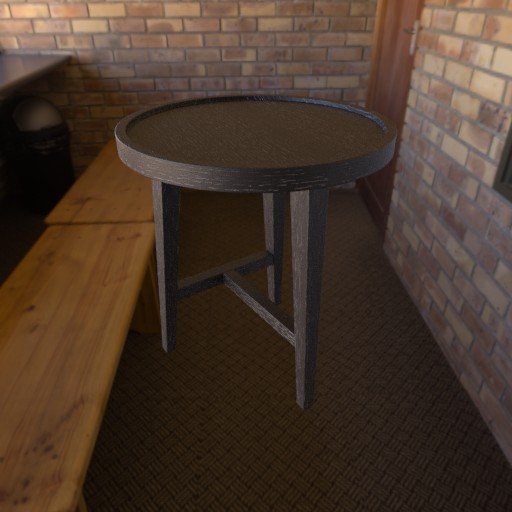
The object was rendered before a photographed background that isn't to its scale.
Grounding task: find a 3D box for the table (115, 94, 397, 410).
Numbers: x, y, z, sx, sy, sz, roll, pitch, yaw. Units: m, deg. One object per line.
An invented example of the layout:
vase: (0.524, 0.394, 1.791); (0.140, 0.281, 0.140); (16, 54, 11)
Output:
table: (0.000, 0.000, 0.767); (0.399, 0.460, 0.399); (0, 31, 0)
